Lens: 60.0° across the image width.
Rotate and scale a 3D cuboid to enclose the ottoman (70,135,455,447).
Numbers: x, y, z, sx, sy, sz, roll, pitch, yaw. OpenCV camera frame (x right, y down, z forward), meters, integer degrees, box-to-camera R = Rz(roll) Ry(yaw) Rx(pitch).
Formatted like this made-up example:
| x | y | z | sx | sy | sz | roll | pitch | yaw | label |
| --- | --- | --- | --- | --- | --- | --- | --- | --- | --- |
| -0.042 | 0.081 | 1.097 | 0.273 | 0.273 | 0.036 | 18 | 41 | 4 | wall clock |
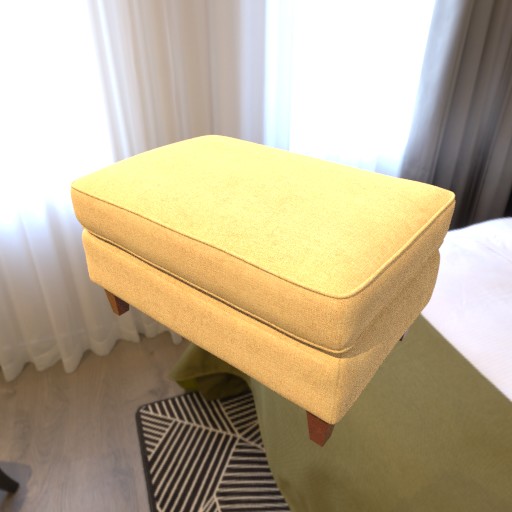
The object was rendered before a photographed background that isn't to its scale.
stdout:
| x | y | z | sx | sy | sz | roll | pitch | yaw | label |
| --- | --- | --- | --- | --- | --- | --- | --- | --- | --- |
| 0.000 | 0.000 | 1.236 | 0.862 | 0.484 | 0.583 | 23 | 38 | 33 | ottoman |
